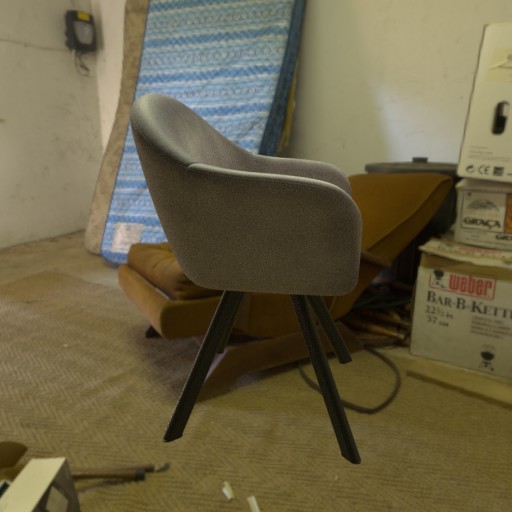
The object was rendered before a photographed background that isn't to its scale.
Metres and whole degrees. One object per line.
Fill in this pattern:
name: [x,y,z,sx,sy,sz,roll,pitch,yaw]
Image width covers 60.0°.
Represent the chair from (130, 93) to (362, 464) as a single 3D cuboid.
chair: [0.000,0.000,1.120,0.540,0.780,0.570,3,16,9]
